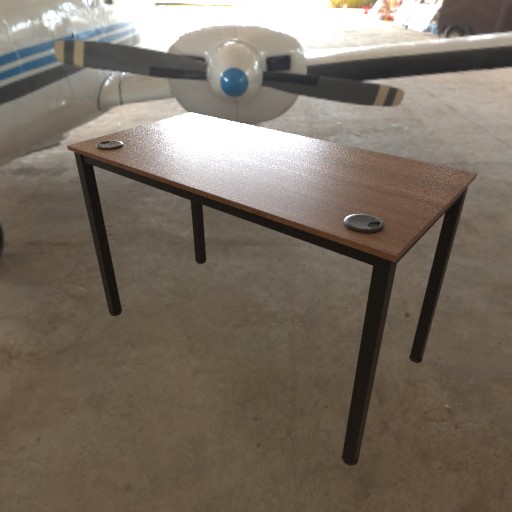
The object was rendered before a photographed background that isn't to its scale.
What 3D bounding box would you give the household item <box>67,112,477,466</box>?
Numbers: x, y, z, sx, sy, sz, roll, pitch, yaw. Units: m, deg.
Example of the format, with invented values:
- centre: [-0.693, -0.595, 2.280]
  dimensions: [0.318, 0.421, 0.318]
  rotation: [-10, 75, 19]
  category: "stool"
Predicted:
- centre: [0.000, 0.000, 1.622]
  dimensions: [1.200, 0.750, 0.600]
  rotation: [22, 38, 32]
  category: "household item"
